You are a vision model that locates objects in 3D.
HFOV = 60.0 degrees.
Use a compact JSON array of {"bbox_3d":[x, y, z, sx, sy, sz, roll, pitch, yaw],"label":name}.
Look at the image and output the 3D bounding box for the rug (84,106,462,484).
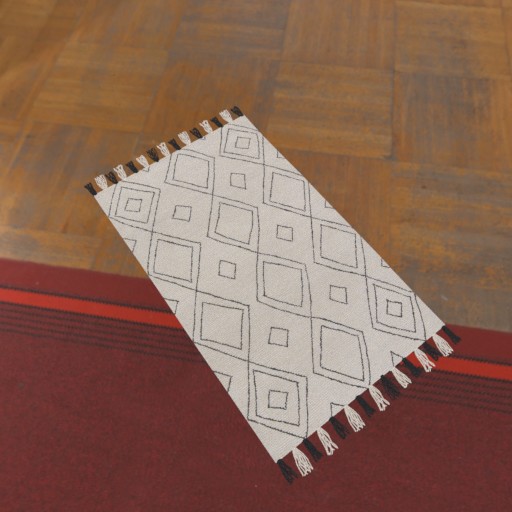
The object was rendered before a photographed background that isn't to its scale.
[{"bbox_3d":[0.000,0.000,3.336,1.524,0.021,2.755,-33,67,-16],"label":"rug"}]
